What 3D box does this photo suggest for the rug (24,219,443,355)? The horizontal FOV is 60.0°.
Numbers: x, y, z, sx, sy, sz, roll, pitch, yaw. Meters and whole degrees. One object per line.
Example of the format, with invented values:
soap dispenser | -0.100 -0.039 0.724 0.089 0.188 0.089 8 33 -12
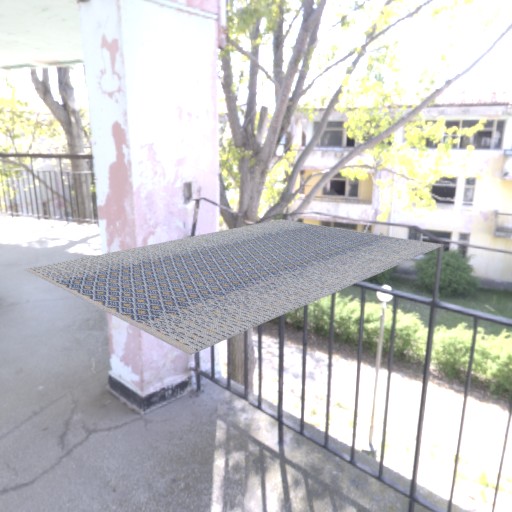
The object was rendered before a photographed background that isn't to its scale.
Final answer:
rug | 0.000 0.000 2.287 1.219 0.005 1.828 14 20 42
